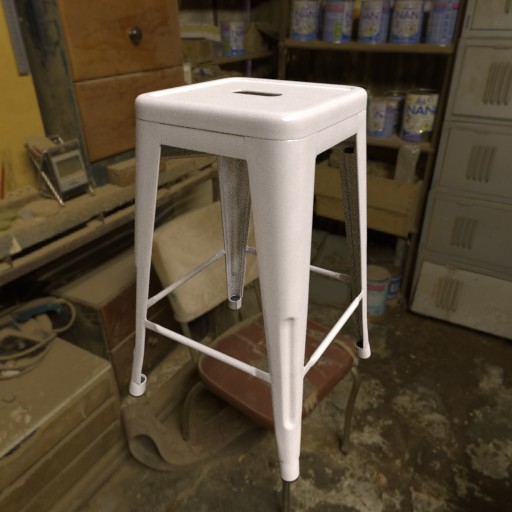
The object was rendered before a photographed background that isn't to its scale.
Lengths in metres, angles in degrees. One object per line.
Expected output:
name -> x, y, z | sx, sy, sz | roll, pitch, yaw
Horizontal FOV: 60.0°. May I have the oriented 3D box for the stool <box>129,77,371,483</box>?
stool -> 0.000, 0.000, 0.864 | 0.406, 0.610, 0.406 | 17, 33, 28
